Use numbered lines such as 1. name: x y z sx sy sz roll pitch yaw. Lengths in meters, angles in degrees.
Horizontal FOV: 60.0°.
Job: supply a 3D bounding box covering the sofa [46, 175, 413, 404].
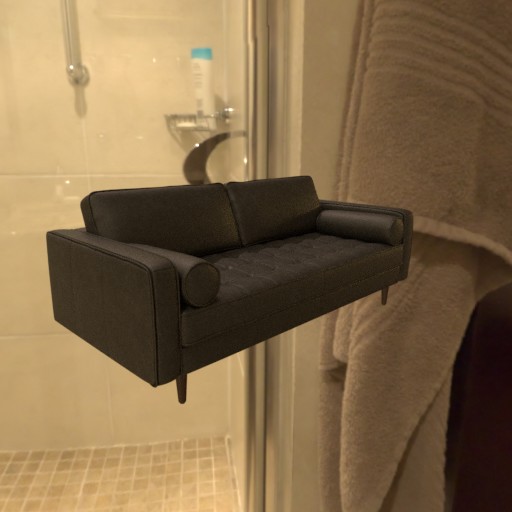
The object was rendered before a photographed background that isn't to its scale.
1. sofa: 0.000 0.000 2.394 0.921 0.770 1.879 13 19 43
